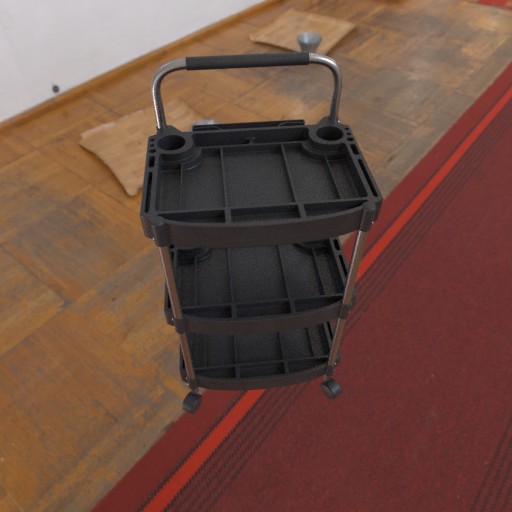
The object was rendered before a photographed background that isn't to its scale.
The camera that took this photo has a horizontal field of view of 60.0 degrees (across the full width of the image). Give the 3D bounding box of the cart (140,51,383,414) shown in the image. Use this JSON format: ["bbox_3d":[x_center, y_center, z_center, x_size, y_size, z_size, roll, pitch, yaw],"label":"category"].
[{"bbox_3d":[0.000,0.000,1.383,0.584,1.075,0.518,-4,47,-4],"label":"cart"}]
